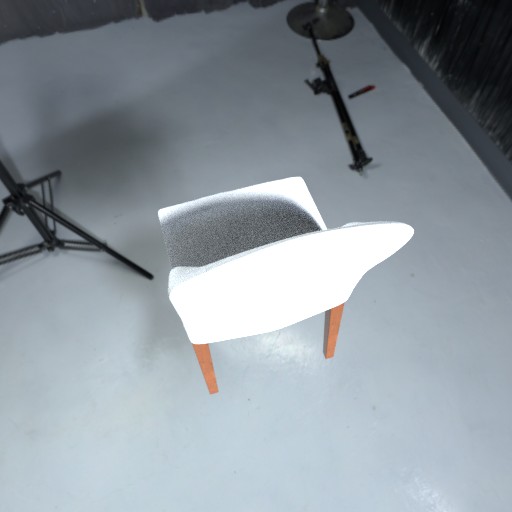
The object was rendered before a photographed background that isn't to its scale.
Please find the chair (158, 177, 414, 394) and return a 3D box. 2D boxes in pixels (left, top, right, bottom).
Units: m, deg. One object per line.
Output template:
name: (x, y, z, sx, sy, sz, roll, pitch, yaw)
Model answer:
chair: (0.000, 0.000, 1.226, 0.472, 0.893, 0.540, -15, 59, -9)
